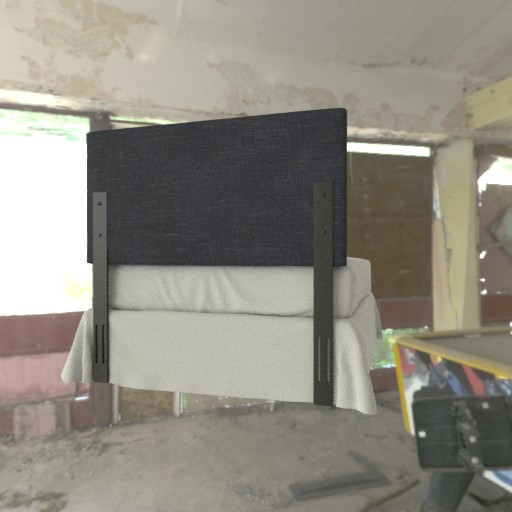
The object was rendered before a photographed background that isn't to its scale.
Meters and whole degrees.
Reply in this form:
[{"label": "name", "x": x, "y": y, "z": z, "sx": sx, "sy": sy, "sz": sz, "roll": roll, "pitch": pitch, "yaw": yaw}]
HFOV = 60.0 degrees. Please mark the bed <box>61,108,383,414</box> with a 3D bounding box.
[{"label": "bed", "x": 0.000, "y": 0.000, "z": 3.528, "sx": 1.936, "sy": 1.577, "sz": 2.222, "roll": 0, "pitch": 0, "yaw": 17}]
